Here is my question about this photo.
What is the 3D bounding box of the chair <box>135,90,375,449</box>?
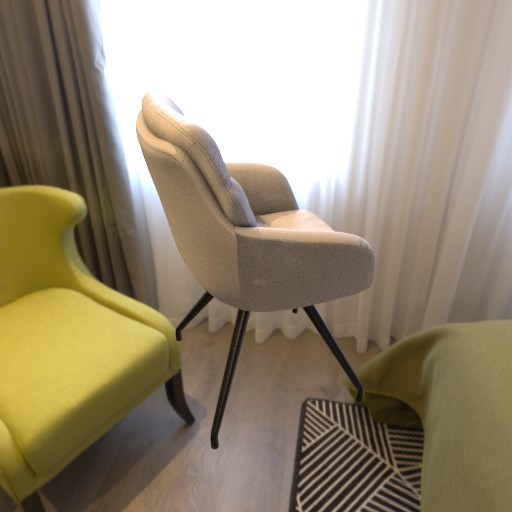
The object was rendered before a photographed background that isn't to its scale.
[{"bbox_3d":[0.000,0.000,1.276,0.569,0.888,0.579,-11,32,-18],"label":"chair"}]
